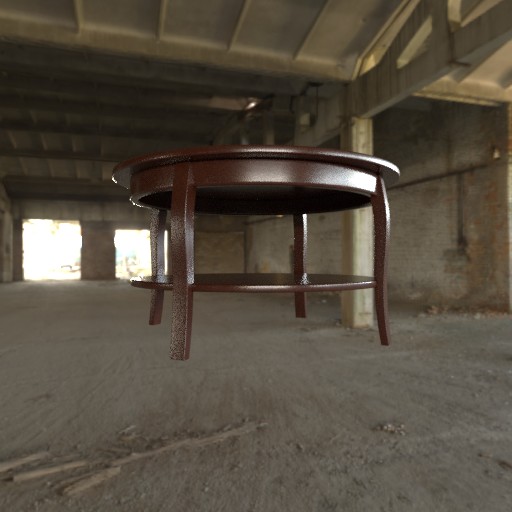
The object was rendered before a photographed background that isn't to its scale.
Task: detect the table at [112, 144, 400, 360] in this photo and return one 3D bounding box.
[{"bbox_3d":[0.000,0.000,1.476,0.911,0.512,0.911,0,0,0],"label":"table"}]
